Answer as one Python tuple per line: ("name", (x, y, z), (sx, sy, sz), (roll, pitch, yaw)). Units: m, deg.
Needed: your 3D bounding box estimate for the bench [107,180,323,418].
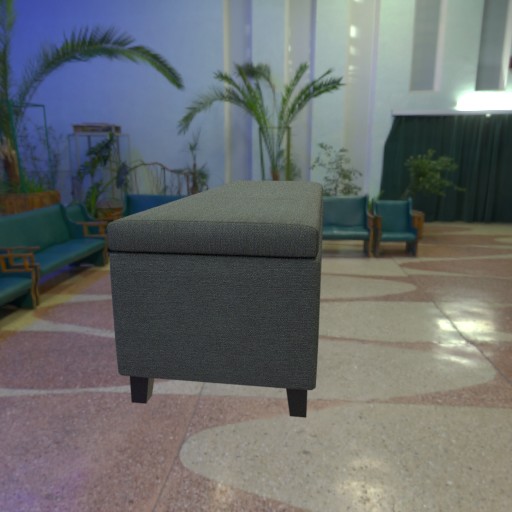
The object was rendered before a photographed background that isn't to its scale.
("bench", (0.000, 0.000, 1.522), (0.446, 0.438, 1.269), (2, 13, 8))
